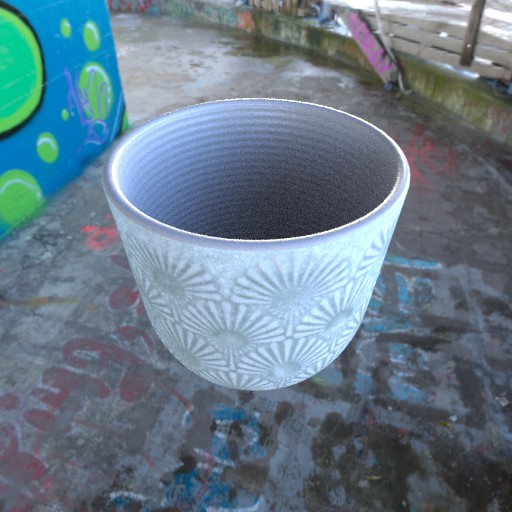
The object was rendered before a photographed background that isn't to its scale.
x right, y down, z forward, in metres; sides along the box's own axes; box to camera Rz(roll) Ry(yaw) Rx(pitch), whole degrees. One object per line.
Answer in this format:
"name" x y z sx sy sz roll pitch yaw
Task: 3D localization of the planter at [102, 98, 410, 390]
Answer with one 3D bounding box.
"planter" 0.000 0.000 0.299 0.170 0.152 0.170 0 40 0
